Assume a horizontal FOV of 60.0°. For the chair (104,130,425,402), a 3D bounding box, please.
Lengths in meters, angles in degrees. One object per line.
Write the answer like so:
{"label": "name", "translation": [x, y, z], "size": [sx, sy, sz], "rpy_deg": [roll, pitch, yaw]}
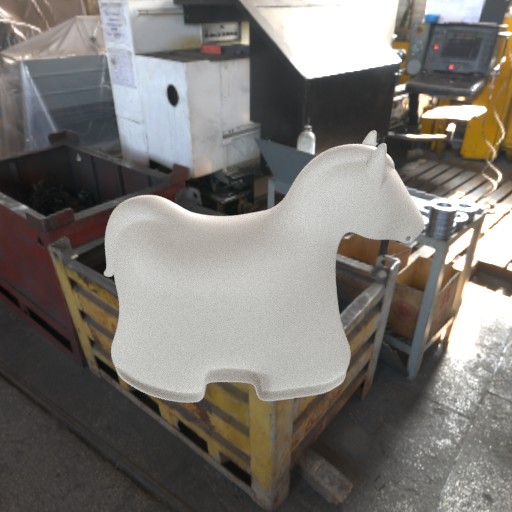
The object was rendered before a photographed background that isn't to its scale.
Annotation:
{"label": "chair", "translation": [0.000, 0.000, 1.127], "size": [0.800, 0.612, 0.429], "rpy_deg": [1, 31, 1]}
